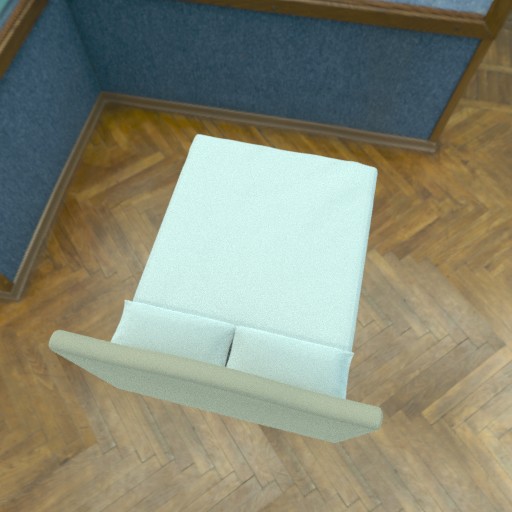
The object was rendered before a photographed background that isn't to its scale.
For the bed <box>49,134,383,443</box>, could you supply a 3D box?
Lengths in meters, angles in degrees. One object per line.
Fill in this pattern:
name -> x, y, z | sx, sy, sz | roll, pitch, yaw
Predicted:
bed -> 0.000, 0.000, 3.237 | 1.753, 1.460, 2.143 | 12, 65, 6
